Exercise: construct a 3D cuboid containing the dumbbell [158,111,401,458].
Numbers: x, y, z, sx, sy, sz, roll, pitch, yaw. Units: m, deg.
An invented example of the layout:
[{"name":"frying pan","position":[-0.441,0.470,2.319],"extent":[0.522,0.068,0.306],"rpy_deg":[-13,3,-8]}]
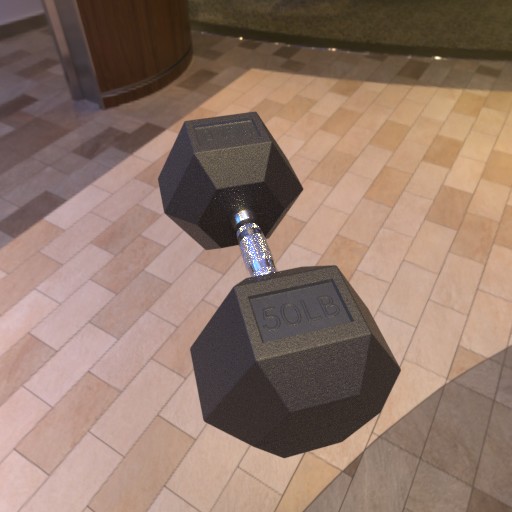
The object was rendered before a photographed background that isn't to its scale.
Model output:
[{"name":"dumbbell","position":[0.000,0.000,0.473],"extent":[0.173,0.150,0.384],"rpy_deg":[-11,48,-10]}]
